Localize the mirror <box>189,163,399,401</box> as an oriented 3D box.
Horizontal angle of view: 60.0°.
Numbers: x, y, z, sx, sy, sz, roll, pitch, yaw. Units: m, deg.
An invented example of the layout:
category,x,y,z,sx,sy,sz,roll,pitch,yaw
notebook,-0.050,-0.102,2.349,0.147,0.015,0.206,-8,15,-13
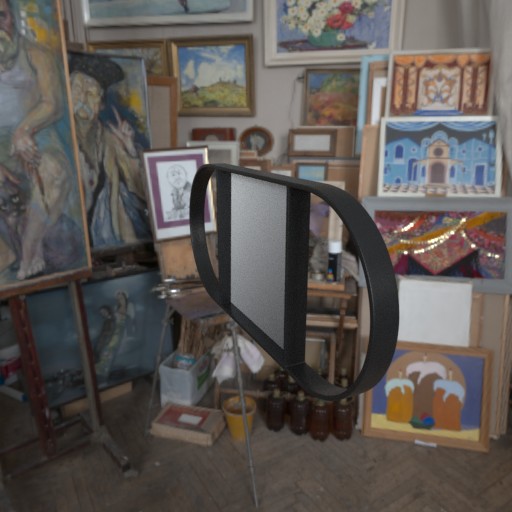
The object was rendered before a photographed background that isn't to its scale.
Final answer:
category,x,y,z,sx,sy,sz,roll,pitch,yaw
mirror,0.000,0.000,0.677,0.032,0.254,0.584,-8,18,-24
